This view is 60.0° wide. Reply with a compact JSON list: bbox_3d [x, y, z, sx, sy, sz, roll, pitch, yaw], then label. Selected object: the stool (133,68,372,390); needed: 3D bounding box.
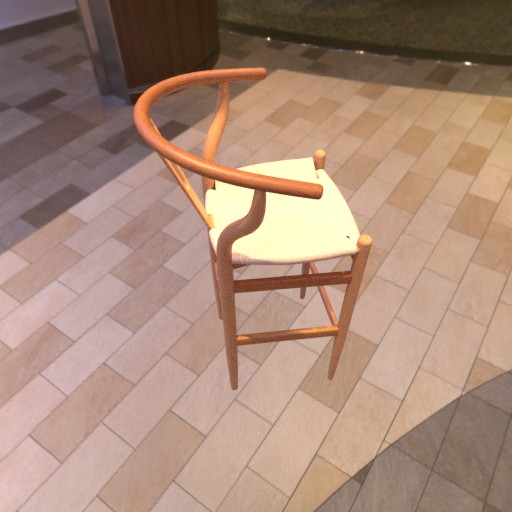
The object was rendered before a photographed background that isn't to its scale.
[{"bbox_3d":[0.000,0.000,1.413,0.561,1.068,0.574,-8,48,-8],"label":"stool"}]
